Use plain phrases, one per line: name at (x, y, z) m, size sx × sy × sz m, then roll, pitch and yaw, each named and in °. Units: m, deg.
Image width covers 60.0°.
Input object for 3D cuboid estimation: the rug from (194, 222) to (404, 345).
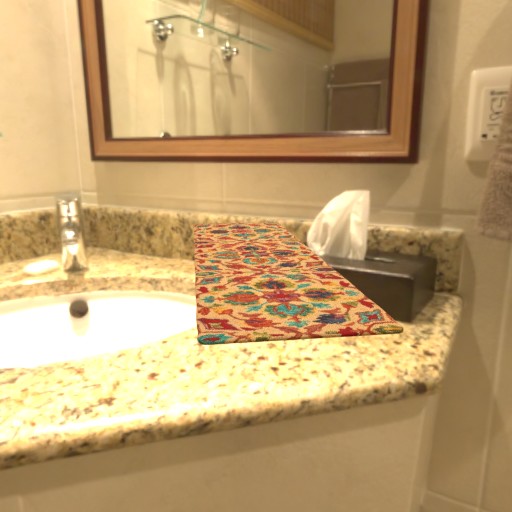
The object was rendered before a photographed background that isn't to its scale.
rug at (0.000, 0.000, 2.511) m, size 0.693 × 0.016 × 2.273 m, roll -2°, pitch 14°, yaw -8°
